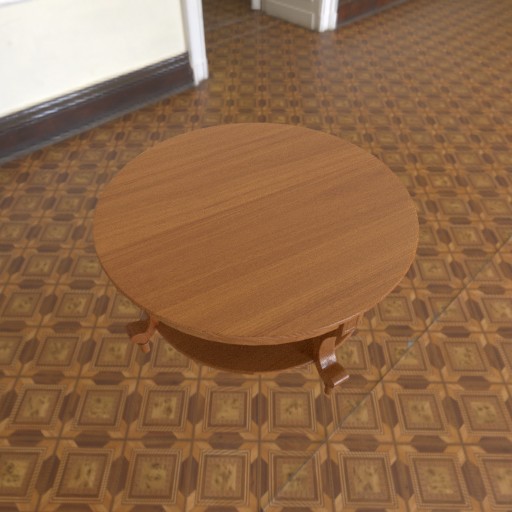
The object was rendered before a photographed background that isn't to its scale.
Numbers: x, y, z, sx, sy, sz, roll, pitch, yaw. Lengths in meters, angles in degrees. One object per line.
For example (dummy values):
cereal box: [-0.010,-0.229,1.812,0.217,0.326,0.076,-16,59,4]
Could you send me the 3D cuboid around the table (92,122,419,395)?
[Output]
table: [0.000,0.000,1.606,1.029,0.490,1.029,0,46,0]
